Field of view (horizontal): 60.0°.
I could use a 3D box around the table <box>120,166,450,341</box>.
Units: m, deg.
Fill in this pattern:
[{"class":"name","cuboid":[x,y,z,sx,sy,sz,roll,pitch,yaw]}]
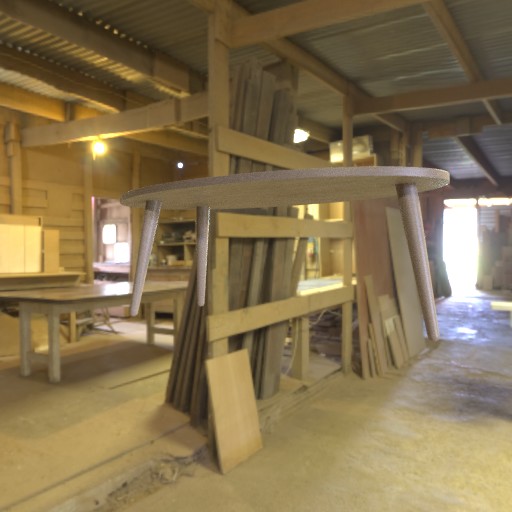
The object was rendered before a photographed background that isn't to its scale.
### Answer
[{"class":"table","cuboid":[0.000,0.000,1.331,1.083,0.390,0.542,0,1,36]}]
